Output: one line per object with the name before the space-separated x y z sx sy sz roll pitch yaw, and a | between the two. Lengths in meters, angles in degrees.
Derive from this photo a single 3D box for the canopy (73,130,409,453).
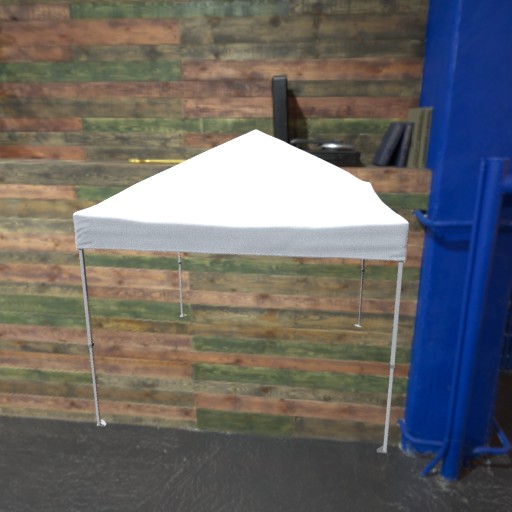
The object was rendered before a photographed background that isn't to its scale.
canopy | 0.000 0.000 5.466 2.996 2.997 2.998 2 16 8
